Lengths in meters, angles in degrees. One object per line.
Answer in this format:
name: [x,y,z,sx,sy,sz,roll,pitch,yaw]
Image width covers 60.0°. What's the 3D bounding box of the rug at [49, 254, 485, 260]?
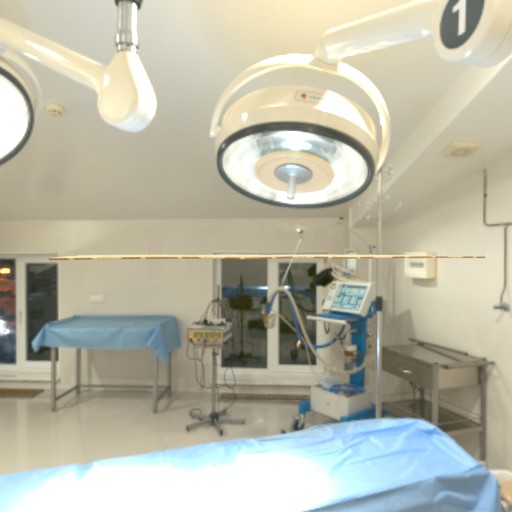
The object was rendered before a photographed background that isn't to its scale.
rug: [0.000,0.000,2.221,1.761,0.013,1.152,0,1,-17]
